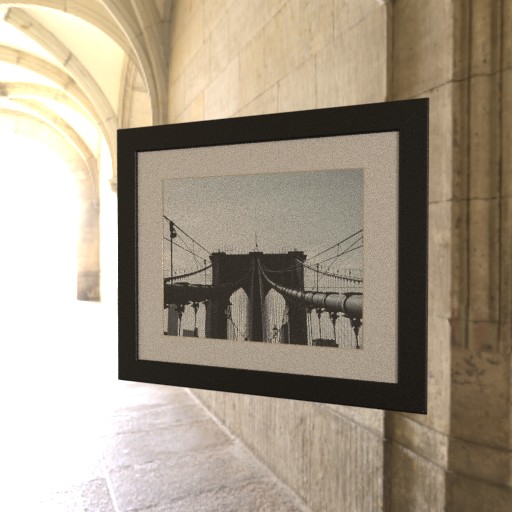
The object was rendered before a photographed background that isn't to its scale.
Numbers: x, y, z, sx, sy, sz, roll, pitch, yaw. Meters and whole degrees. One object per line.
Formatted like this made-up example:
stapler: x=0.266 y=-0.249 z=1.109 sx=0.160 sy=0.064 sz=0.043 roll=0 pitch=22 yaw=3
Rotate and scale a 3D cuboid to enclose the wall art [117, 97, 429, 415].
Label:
wall art: x=0.000 y=0.000 z=0.720 sx=0.521 sy=0.450 sz=0.018 roll=0 pitch=1 yaw=19
